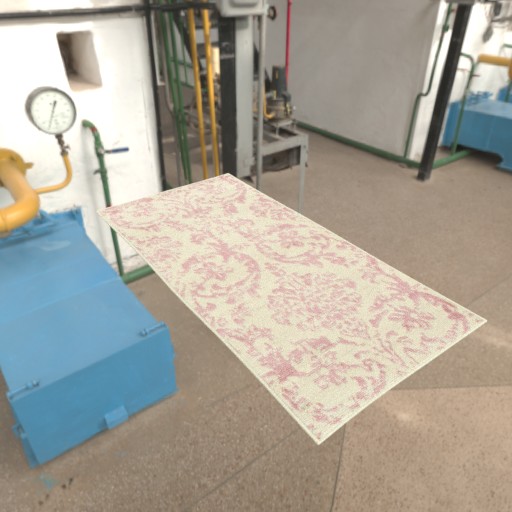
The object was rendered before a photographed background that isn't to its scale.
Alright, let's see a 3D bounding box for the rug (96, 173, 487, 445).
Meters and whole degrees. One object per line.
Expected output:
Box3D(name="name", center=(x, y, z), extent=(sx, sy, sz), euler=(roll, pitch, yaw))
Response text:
Box3D(name="rug", center=(0.000, 0.000, 1.418), extent=(0.604, 0.007, 1.219), euler=(-22, 40, -30))
